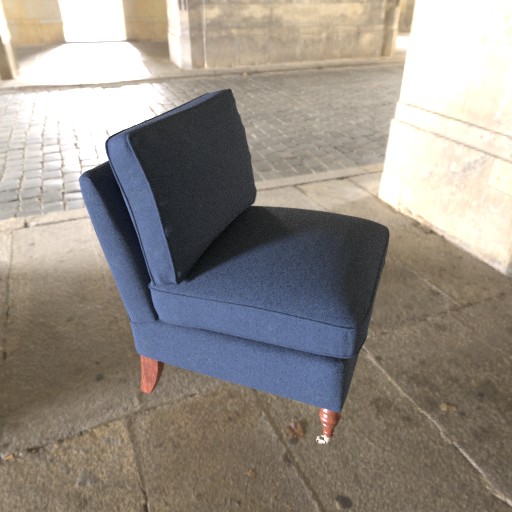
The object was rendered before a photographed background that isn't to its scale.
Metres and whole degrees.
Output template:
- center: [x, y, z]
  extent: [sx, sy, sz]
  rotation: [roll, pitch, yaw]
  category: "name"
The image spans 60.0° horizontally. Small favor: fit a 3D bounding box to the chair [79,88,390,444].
- center: [0.000, 0.000, 1.662]
  extent: [0.912, 1.052, 0.724]
  rotation: [11, 33, 18]
  category: "chair"
